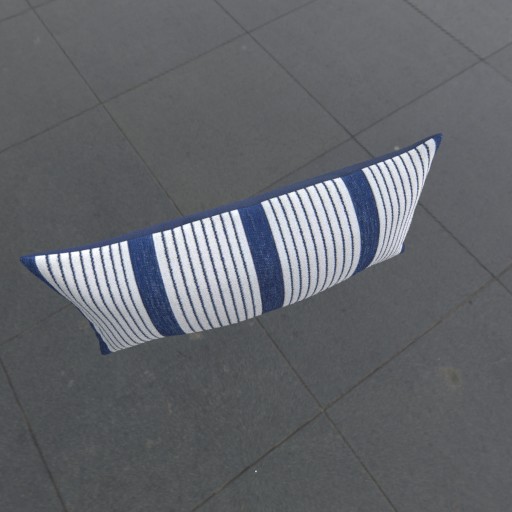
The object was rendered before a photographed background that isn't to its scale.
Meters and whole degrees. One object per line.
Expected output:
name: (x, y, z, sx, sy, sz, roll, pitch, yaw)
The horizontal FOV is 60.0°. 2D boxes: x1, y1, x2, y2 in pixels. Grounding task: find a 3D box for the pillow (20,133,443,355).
pillow: (0.000, 0.000, 0.717, 0.608, 0.292, 0.156, -18, 65, -9)
